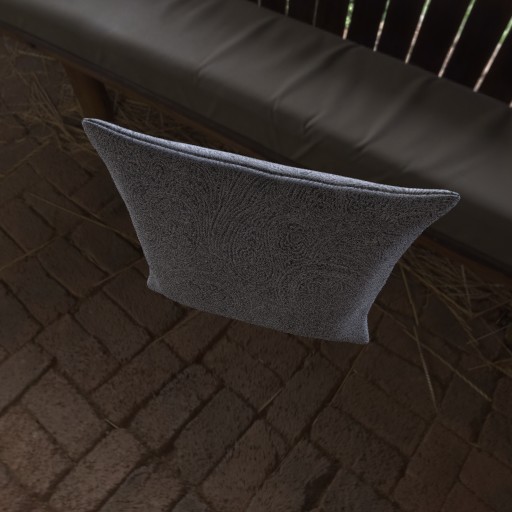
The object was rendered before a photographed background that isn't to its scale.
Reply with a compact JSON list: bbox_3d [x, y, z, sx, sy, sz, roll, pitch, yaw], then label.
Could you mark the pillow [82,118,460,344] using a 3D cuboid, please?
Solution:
[{"bbox_3d":[0.000,0.000,0.799,0.523,0.510,0.166,13,60,8],"label":"pillow"}]
